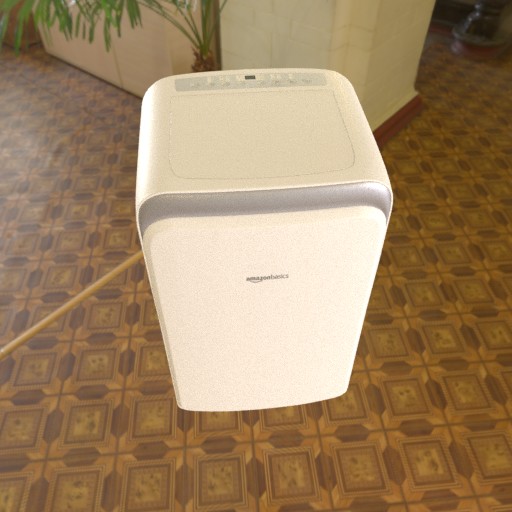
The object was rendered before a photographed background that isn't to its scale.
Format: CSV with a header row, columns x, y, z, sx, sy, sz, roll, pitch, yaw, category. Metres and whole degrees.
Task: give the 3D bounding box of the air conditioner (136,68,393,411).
x,y,z,sx,sy,sz,roll,pitch,yaw,category
0.000,0.000,1.069,0.478,0.765,0.467,-4,47,-4,air conditioner
